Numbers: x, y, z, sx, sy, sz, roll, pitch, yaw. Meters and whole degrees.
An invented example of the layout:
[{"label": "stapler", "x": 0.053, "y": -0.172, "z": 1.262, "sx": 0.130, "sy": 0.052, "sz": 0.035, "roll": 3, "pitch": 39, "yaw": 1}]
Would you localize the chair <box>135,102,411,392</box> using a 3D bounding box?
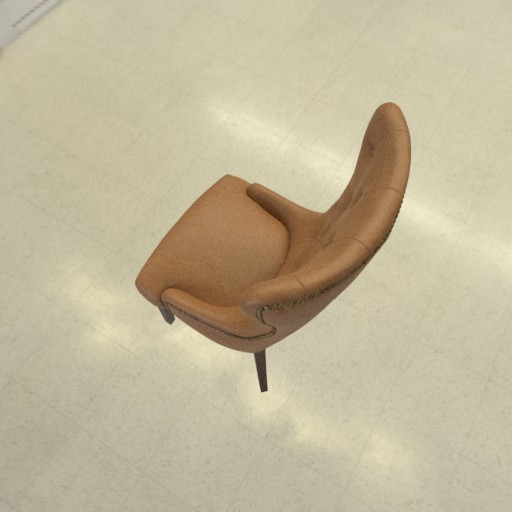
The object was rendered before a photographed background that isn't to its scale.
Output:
[{"label": "chair", "x": 0.000, "y": 0.000, "z": 1.432, "sx": 0.669, "sy": 1.065, "sz": 0.611, "roll": 31, "pitch": 68, "yaw": 14}]
